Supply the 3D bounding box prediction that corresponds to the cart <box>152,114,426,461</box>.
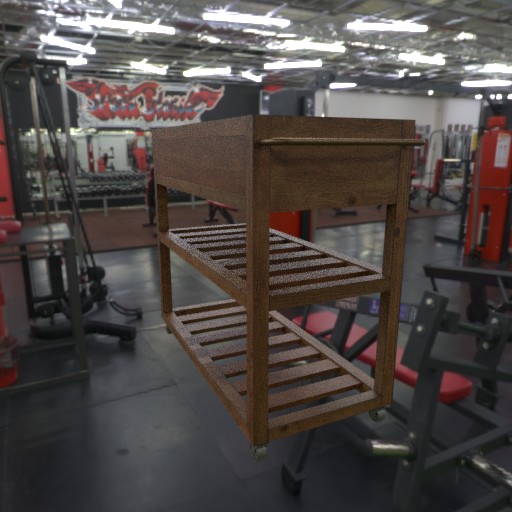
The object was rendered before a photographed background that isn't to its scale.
[{"bbox_3d":[0.000,0.000,1.473,0.445,0.830,1.065,-6,15,-24],"label":"cart"}]
